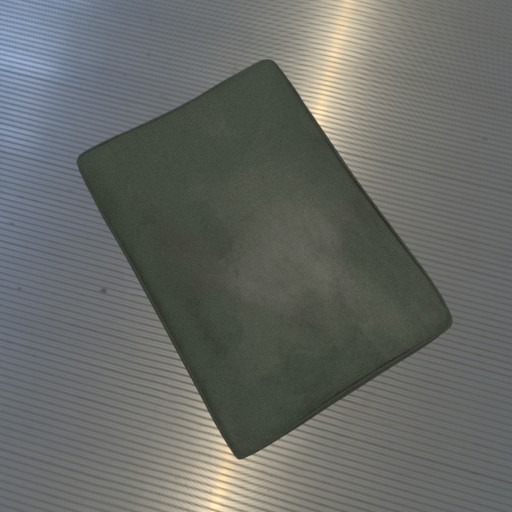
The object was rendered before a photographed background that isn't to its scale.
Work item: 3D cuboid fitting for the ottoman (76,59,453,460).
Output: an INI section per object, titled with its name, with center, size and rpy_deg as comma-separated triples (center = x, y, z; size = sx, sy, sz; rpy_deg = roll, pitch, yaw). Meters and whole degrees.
[ottoman]
center = 0.000, 0.000, 1.279
size = 0.632, 0.495, 0.864
rpy_deg = -30, 78, -7
